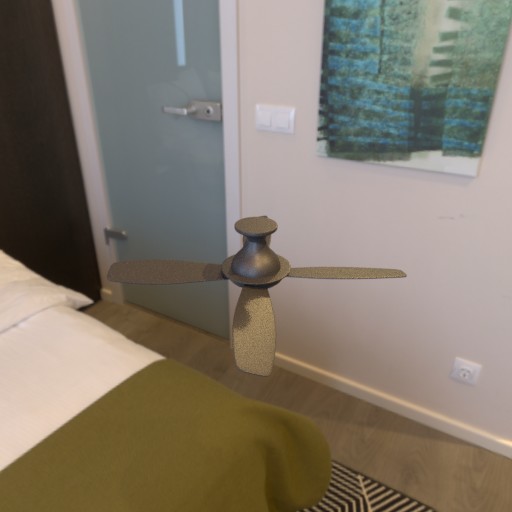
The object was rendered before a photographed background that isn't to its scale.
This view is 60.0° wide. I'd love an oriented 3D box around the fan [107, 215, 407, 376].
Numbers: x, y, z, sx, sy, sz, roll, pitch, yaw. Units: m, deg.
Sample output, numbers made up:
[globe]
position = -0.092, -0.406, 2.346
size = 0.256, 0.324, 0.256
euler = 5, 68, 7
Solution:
[fan]
position = 0.000, 0.000, 2.491
size = 1.694, 0.382, 1.694
euler = 0, 27, 1
